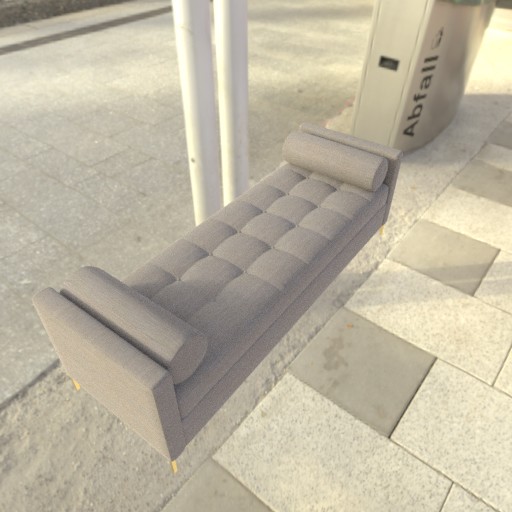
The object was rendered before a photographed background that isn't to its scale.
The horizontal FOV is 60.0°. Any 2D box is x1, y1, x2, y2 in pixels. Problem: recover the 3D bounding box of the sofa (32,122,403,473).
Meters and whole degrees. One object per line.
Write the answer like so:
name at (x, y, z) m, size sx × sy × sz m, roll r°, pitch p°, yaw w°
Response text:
sofa at (0.000, 0.000, 2.330) m, size 0.686 × 0.635 × 1.981 m, roll 26°, pitch 47°, yaw 27°
